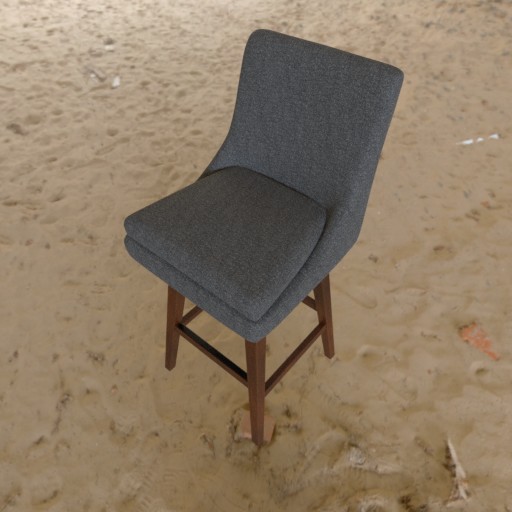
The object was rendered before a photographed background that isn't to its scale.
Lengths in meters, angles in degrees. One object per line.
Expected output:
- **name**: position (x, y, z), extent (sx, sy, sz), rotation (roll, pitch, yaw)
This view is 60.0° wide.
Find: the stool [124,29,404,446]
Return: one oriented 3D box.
- **stool**: position (0.000, 0.000, 1.324), extent (0.489, 1.068, 0.572), rotation (31, 53, 27)
